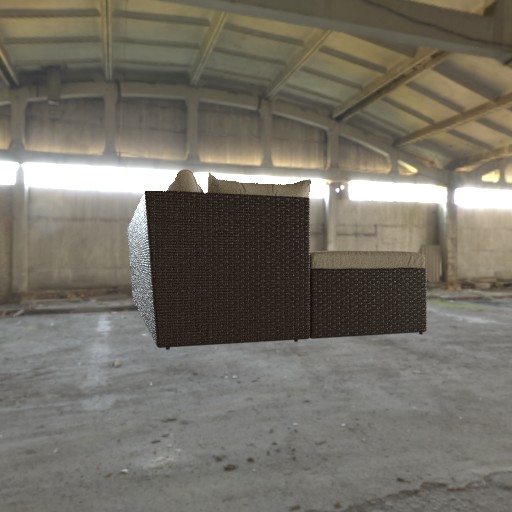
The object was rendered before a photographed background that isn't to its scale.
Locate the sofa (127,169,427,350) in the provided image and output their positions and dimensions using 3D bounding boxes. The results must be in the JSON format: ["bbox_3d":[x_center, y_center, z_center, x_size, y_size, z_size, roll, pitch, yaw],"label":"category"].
[{"bbox_3d":[0.000,0.000,2.999,1.612,0.766,2.192,0,-1,-18],"label":"sofa"}]
